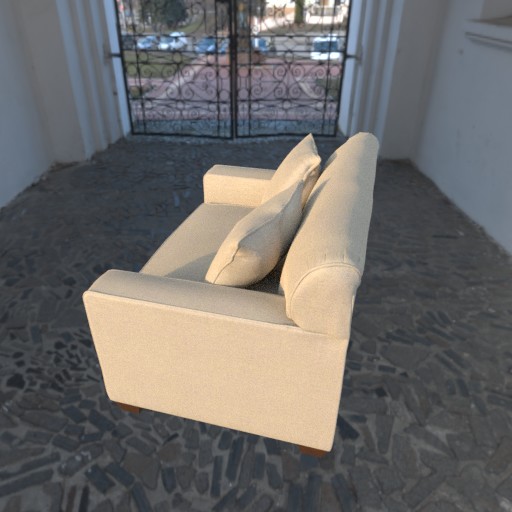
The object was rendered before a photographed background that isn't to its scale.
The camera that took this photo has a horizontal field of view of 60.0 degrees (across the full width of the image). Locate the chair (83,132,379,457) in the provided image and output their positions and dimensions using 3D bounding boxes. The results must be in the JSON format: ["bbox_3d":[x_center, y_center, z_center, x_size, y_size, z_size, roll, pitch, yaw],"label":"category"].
[{"bbox_3d":[0.000,0.000,2.124,1.000,0.948,1.383,8,32,13],"label":"chair"}]
